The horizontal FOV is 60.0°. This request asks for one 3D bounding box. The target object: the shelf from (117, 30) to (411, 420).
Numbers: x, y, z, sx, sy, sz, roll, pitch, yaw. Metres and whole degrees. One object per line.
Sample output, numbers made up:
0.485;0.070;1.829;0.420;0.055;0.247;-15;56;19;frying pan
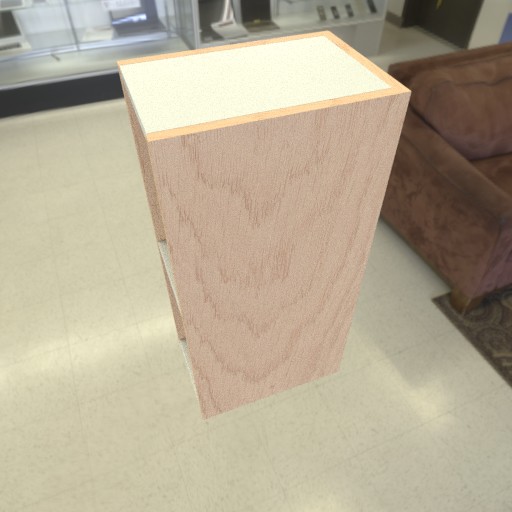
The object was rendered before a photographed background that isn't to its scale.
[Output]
0.000;0.000;0.728;0.290;0.600;0.200;-15;48;-14;shelf
